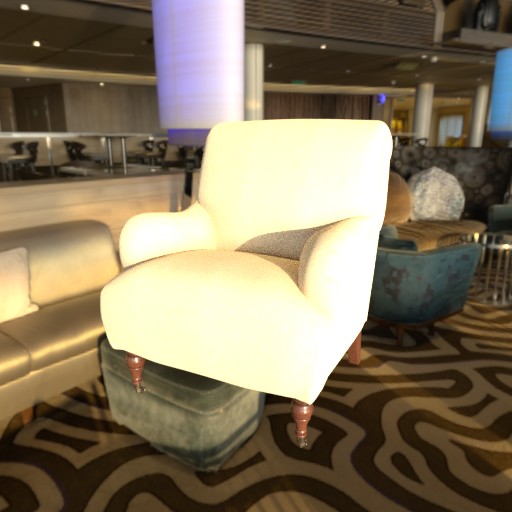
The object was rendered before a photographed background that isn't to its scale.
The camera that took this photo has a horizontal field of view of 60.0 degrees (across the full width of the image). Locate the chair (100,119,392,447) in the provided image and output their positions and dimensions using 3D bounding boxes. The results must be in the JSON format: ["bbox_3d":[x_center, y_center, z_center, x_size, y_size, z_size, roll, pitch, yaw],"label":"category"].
[{"bbox_3d":[0.000,0.000,1.567,0.766,0.944,0.842,8,17,26],"label":"chair"}]
